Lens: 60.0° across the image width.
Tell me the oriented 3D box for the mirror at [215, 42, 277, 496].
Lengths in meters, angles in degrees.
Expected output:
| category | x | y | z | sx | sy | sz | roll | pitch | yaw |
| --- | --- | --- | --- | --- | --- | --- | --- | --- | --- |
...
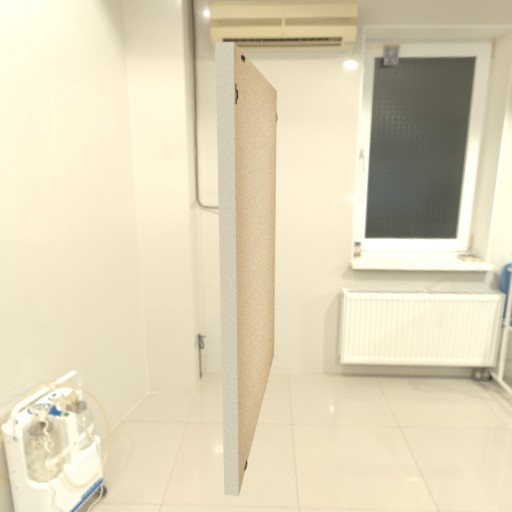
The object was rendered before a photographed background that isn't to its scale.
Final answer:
| category | x | y | z | sx | sy | sz | roll | pitch | yaw |
| --- | --- | --- | --- | --- | --- | --- | --- | --- | --- |
| mirror | 0.000 | 0.000 | 1.323 | 0.041 | 1.016 | 0.762 | 2 | 14 | 8 |
